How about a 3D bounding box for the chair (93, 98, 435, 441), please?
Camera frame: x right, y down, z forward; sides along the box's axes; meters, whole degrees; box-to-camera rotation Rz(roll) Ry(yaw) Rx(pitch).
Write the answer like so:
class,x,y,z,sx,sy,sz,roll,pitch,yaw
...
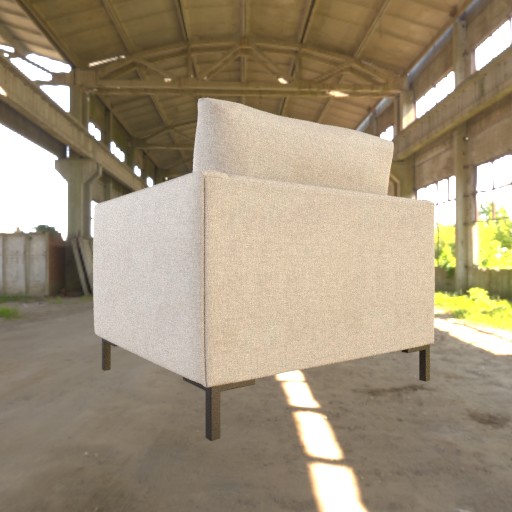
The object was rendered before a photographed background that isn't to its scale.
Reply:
class,x,y,z,sx,sy,sz,roll,pitch,yaw
chair,0.000,0.000,1.616,0.963,0.861,0.866,0,0,-36
